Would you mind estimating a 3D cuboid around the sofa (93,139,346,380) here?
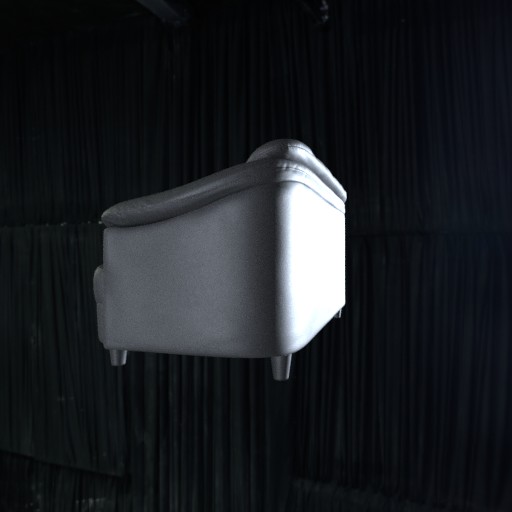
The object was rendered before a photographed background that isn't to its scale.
[{"bbox_3d":[0.000,0.000,2.277,0.800,0.811,1.829,0,1,17],"label":"sofa"}]
